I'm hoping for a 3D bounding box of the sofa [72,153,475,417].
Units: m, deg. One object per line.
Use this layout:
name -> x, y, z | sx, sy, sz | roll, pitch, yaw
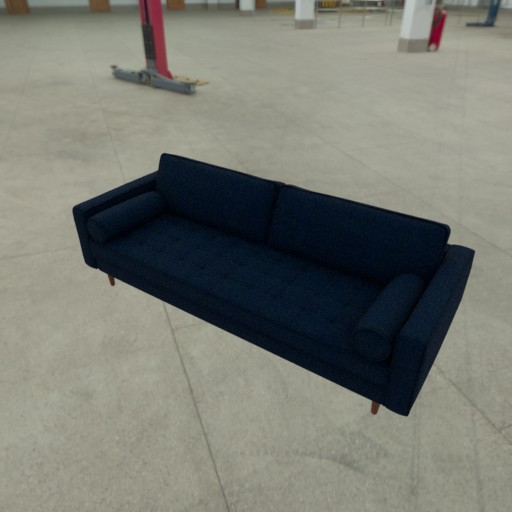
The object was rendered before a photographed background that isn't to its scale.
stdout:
sofa -> 0.000, 0.000, 2.641 | 2.210, 0.762, 0.914 | 20, 37, 28
